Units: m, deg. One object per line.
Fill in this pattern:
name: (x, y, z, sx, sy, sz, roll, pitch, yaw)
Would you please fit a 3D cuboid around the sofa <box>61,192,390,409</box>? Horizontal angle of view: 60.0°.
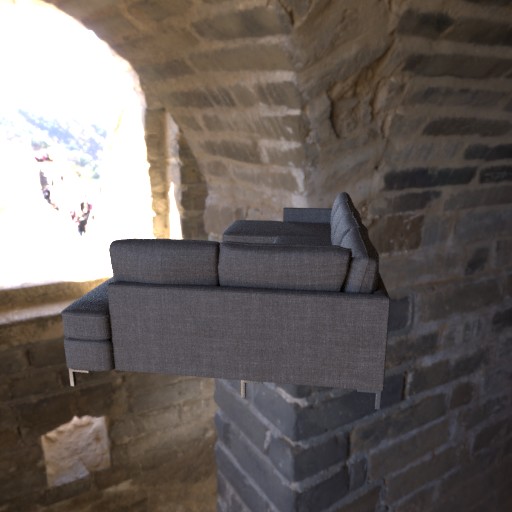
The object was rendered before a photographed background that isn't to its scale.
sofa: (0.000, 0.000, 4.314, 2.048, 0.999, 3.423, 2, 15, 8)
